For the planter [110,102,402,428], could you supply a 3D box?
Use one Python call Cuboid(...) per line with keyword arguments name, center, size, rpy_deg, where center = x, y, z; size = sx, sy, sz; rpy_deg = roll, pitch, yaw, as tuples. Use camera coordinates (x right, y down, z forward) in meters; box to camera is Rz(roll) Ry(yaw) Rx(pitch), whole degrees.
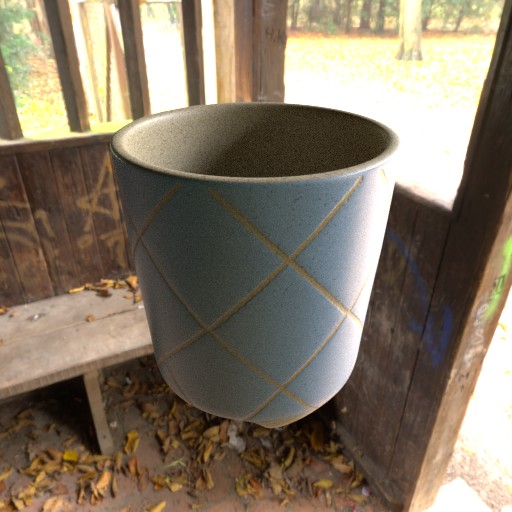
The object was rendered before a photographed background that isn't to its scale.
Cuboid(name="planter", center=(0.000, 0.000, 0.417), size=(0.227, 0.235, 0.227), rpy_deg=(0, 31, 0))
